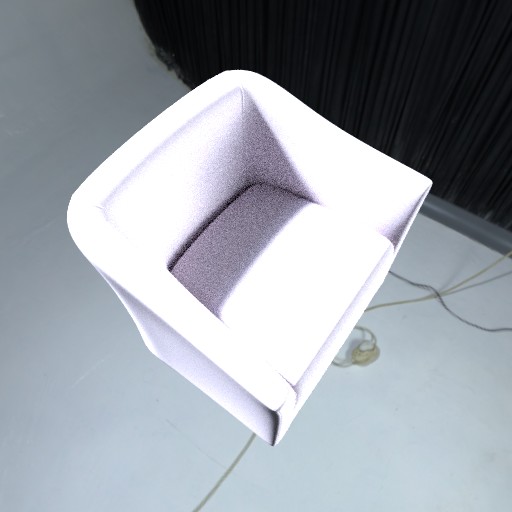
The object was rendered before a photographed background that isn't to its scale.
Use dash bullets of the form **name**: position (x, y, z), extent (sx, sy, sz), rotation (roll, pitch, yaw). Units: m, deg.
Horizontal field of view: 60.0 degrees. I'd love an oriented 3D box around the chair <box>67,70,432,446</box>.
- **chair**: position (0.000, 0.000, 1.372), extent (0.700, 0.720, 0.790), rotation (31, 63, 18)
